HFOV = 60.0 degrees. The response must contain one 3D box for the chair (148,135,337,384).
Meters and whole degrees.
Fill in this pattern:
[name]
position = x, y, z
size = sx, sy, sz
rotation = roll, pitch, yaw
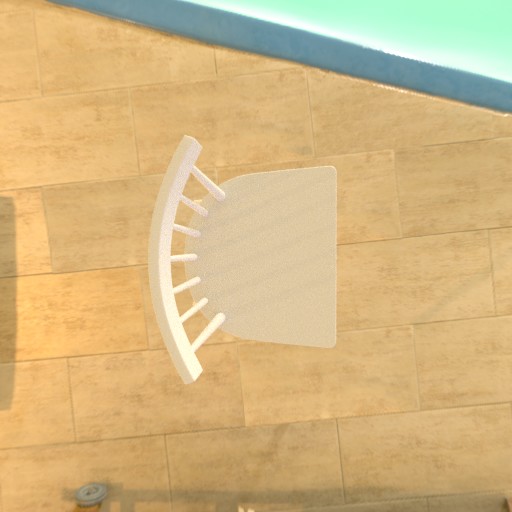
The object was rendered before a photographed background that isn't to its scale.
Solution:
[chair]
position = 0.000, 0.000, 1.379
size = 0.572, 1.092, 0.483
rotation = 0, 91, 1
